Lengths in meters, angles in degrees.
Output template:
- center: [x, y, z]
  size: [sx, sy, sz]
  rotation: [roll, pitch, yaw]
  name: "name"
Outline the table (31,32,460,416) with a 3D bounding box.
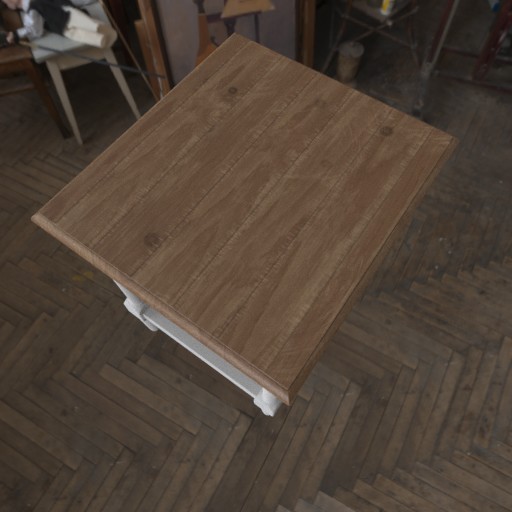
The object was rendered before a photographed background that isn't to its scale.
- center: [0.000, 0.000, 0.928]
  size: [0.457, 0.561, 0.508]
  rotation: [32, 67, 15]
  name: "table"
